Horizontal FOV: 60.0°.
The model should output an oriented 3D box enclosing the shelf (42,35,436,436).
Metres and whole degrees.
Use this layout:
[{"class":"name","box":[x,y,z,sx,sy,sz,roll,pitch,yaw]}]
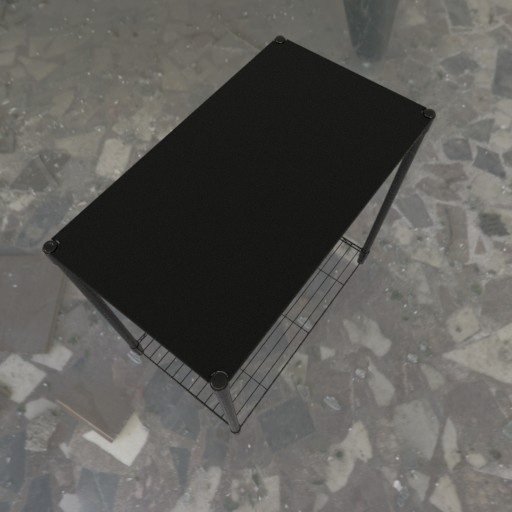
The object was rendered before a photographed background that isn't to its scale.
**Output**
[{"class":"shelf","box":[0.000,0.000,0.944,0.338,0.564,0.589,34,68,16]}]
